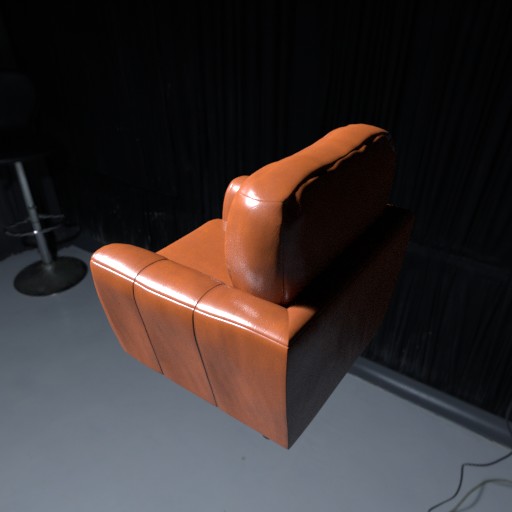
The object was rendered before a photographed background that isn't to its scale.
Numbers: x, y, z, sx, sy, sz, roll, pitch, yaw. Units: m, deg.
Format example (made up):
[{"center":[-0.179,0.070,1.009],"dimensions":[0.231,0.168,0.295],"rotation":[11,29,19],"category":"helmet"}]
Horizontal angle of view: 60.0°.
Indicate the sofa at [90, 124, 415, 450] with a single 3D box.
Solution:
[{"center":[0.000,0.000,1.513],"dimensions":[0.789,0.876,0.836],"rotation":[22,39,30],"category":"sofa"}]
